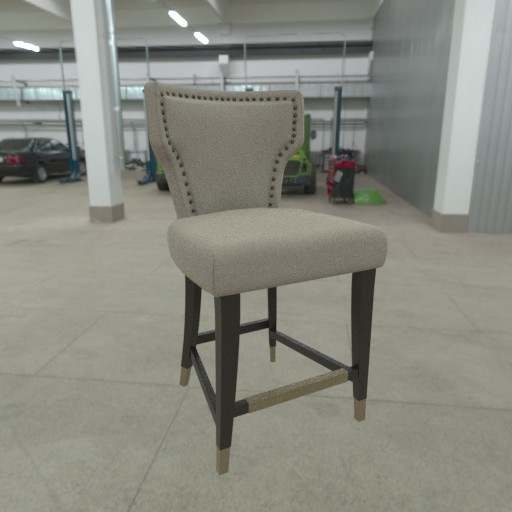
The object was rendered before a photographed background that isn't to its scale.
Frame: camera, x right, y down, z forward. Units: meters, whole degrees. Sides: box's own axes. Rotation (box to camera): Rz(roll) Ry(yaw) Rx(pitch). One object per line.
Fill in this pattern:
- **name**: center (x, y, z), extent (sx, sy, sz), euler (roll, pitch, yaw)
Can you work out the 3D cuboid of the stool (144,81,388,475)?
- **stool**: center (0.000, 0.000, 1.327), extent (0.527, 0.982, 0.563), euler (-8, 17, -27)
